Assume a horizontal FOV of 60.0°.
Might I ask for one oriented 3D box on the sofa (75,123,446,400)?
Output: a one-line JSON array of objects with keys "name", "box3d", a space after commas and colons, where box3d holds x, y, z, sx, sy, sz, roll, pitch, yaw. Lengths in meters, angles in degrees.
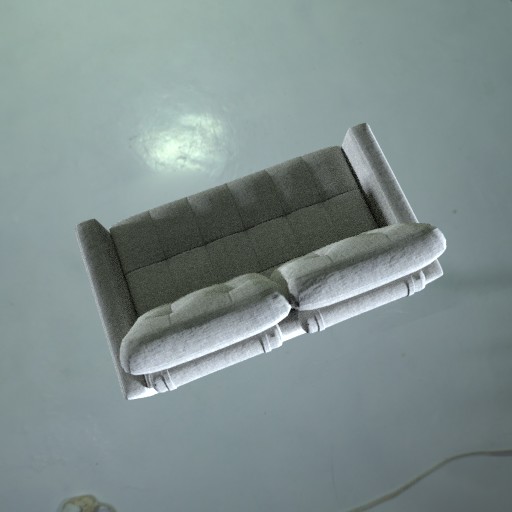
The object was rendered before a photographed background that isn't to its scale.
[{"name": "sofa", "box3d": [0.000, 0.000, 2.000, 1.407, 0.907, 0.842, -21, 76, -5]}]
